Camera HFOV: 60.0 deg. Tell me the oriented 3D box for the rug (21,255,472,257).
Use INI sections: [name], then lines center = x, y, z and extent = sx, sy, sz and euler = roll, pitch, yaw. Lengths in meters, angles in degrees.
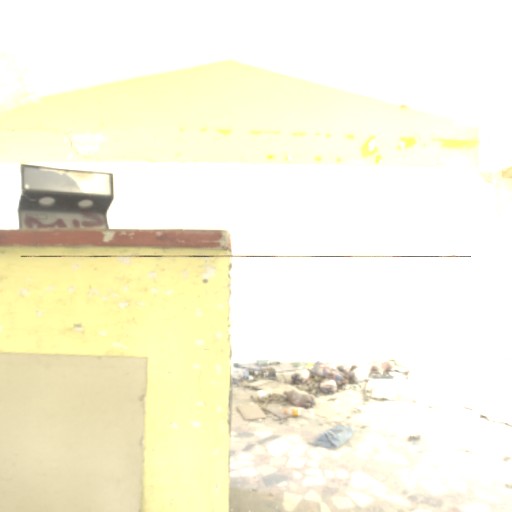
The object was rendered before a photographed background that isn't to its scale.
[rug]
center = 0.000, 0.000, 2.851
extent = 2.311, 0.010, 1.522
euler = 0, 0, 18
